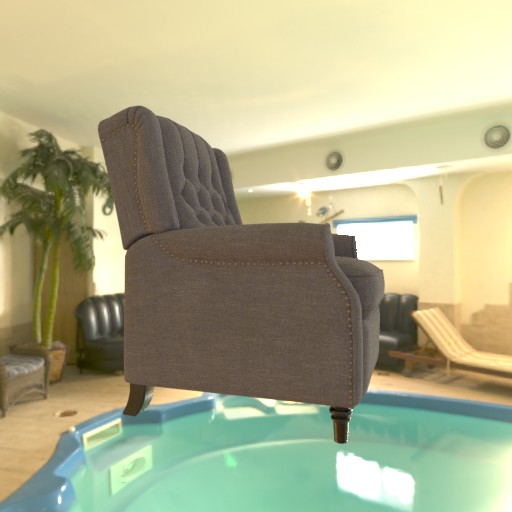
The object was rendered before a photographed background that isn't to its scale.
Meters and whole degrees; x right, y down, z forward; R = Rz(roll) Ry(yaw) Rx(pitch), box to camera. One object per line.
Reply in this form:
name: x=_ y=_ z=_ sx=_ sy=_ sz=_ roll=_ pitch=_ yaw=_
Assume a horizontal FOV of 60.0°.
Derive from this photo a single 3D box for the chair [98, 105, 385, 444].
chair: x=0.000 y=0.000 z=1.631 sx=0.898 sy=1.035 sz=0.742 roll=0 pitch=0 yaw=19
